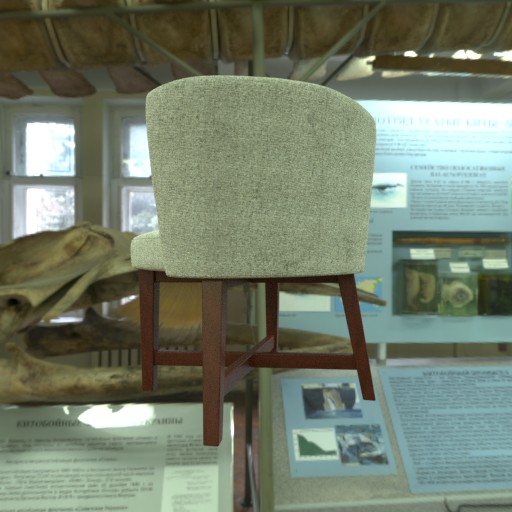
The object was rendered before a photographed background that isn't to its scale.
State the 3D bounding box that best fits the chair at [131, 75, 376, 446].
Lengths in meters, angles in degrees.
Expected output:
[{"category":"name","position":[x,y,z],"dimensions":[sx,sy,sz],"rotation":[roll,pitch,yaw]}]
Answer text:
[{"category":"chair","position":[0.000,0.000,1.295],"dimensions":[0.728,0.827,0.575],"rotation":[0,1,-35]}]
